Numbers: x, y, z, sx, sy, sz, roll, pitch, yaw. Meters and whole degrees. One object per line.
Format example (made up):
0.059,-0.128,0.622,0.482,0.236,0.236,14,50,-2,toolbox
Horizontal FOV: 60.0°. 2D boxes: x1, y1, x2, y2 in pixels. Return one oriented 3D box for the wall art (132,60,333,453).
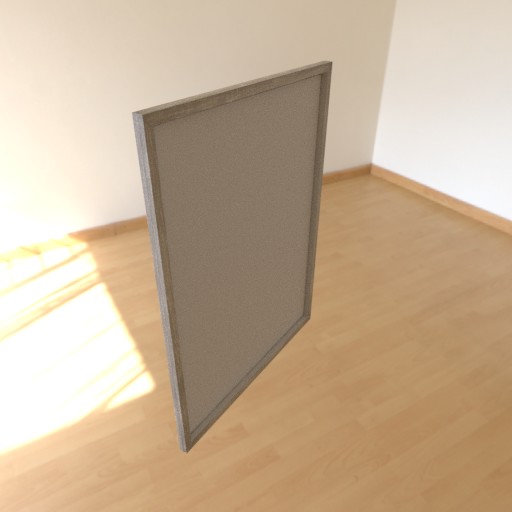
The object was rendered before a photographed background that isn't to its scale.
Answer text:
0.000,0.000,1.368,0.035,1.022,0.781,20,37,29,wall art
